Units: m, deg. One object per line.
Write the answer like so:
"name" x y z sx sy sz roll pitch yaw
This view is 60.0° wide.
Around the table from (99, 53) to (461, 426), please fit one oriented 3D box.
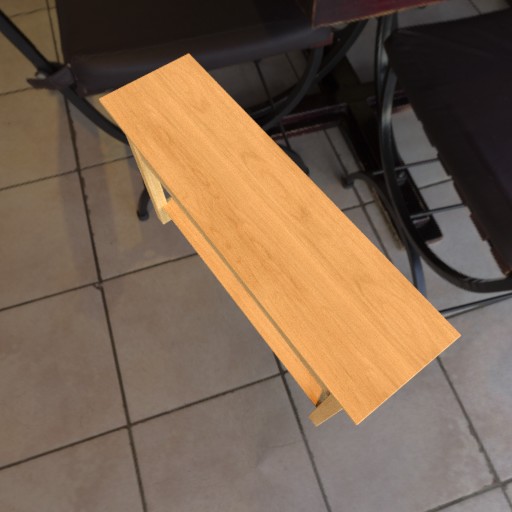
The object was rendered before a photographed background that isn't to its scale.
"table" 0.000 0.000 1.600 0.350 0.730 1.240 -34 69 -15
